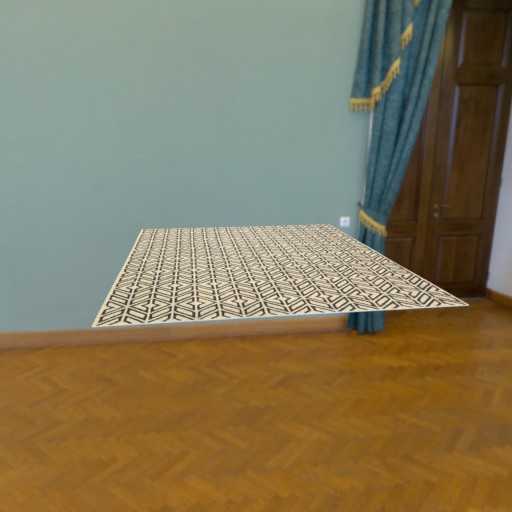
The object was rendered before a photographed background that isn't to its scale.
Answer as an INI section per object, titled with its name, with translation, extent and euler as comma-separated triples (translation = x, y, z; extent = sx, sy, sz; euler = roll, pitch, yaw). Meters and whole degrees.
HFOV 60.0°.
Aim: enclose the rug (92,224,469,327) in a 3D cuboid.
[rug]
translation = 0.000, 0.000, 4.243
extent = 2.421, 0.008, 3.045
euler = -2, 15, -8
